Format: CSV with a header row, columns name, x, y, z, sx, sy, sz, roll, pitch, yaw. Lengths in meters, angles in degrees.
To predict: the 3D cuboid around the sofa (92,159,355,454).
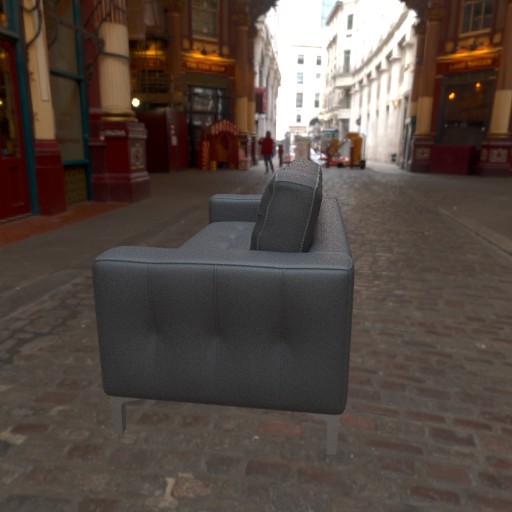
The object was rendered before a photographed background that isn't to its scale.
name,x,y,z,sx,sy,sz,roll,pitch,yaw
sofa,0.000,0.000,2.183,0.833,0.893,1.726,2,15,8
